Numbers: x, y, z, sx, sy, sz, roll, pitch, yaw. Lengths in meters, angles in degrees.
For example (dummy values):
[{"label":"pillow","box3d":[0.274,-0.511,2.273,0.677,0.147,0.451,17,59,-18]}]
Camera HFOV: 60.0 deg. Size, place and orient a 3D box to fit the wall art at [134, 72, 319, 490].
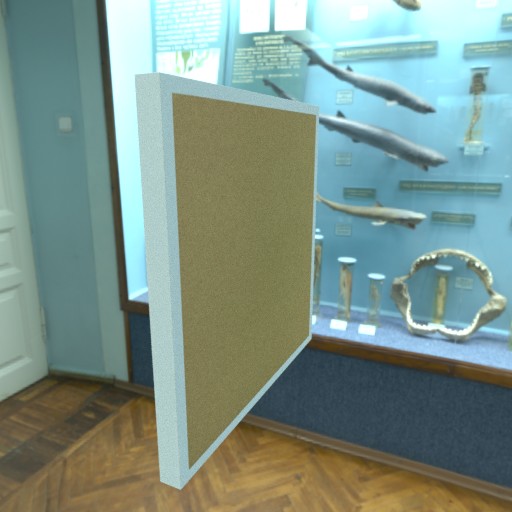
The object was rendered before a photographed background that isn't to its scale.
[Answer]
[{"label":"wall art","box3d":[0.000,0.000,0.448,0.020,0.307,0.307,7,16,25]}]
